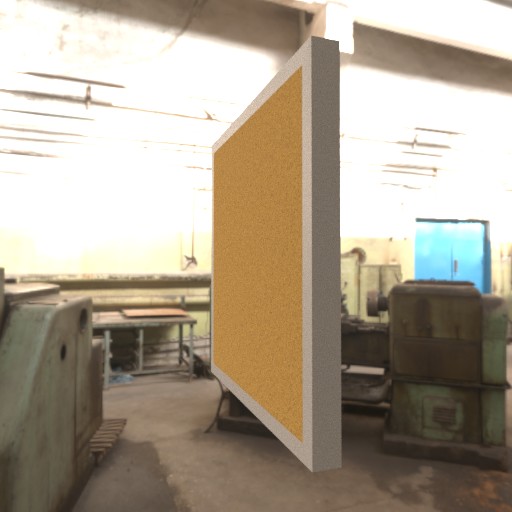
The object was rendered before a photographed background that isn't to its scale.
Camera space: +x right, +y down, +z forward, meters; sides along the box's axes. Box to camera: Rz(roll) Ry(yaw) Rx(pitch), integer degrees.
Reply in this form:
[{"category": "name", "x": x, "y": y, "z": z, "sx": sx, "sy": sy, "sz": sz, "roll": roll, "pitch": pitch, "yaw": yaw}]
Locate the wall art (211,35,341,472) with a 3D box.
[{"category": "wall art", "x": 0.000, "y": 0.000, "z": 1.933, "sx": 0.098, "sy": 1.291, "sz": 1.289, "roll": 0, "pitch": -1, "yaw": -19}]
